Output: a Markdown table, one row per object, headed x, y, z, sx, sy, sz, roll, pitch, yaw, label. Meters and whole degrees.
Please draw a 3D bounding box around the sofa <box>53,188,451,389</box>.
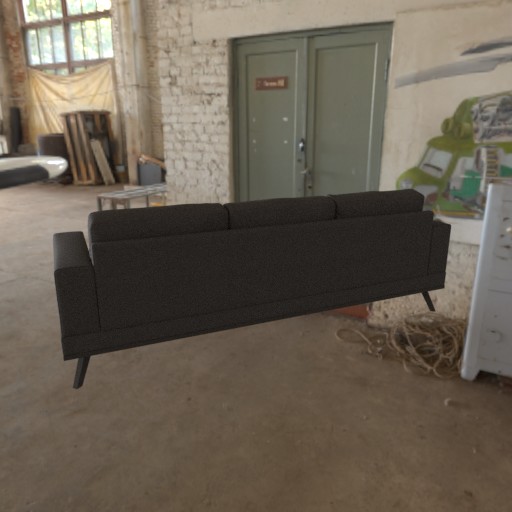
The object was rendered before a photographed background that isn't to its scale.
| x | y | z | sx | sy | sz | roll | pitch | yaw | label |
| --- | --- | --- | --- | --- | --- | --- | --- | --- | --- |
| 0.000 | 0.000 | 2.771 | 2.310 | 0.810 | 0.920 | -7 | 18 | -23 | sofa |
